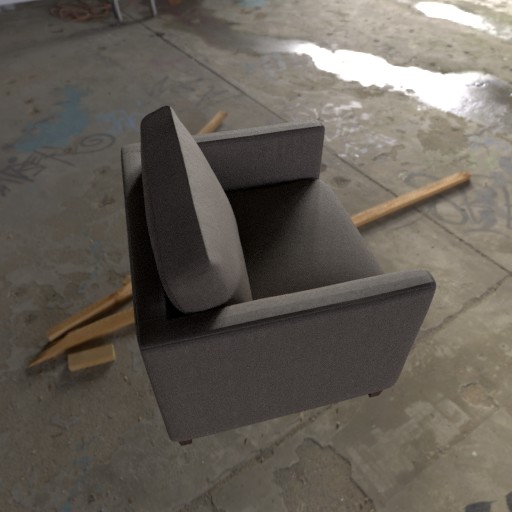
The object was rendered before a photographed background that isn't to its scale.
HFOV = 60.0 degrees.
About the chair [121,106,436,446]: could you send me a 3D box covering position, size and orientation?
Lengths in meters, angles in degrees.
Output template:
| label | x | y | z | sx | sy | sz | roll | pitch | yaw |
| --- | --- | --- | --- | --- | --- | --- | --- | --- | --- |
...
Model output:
| label | x | y | z | sx | sy | sz | roll | pitch | yaw |
| --- | --- | --- | --- | --- | --- | --- | --- | --- | --- |
| chair | 0.000 | 0.000 | 1.834 | 0.959 | 0.963 | 1.107 | -11 | 46 | -10 |
